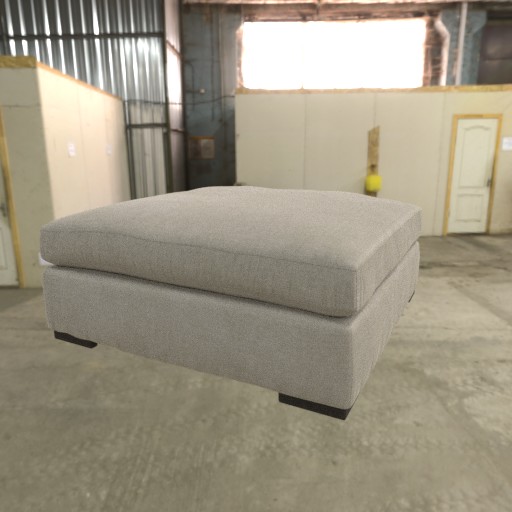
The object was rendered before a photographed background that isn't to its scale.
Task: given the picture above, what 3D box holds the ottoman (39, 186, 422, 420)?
[{"bbox_3d":[0.000,0.000,1.824,1.171,0.517,1.203,7,16,26],"label":"ottoman"}]
